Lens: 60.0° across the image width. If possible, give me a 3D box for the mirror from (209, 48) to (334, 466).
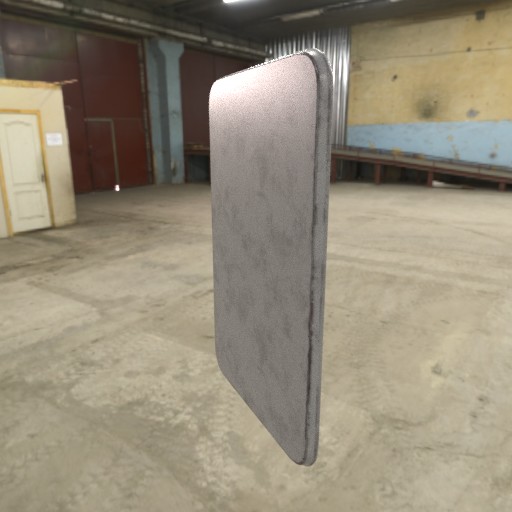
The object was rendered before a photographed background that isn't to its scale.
[{"bbox_3d":[0.000,0.000,0.890,0.024,0.713,0.461,-7,16,-25],"label":"mirror"}]
